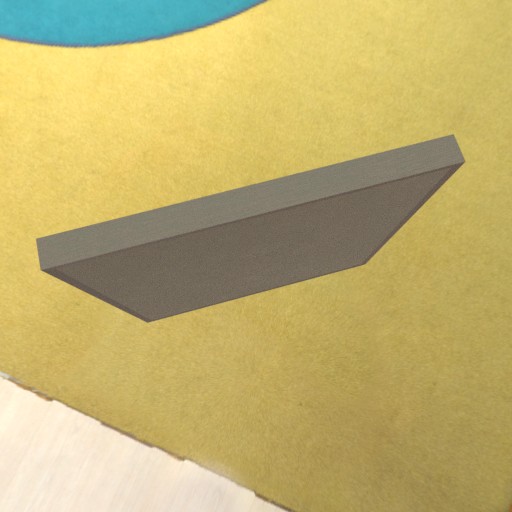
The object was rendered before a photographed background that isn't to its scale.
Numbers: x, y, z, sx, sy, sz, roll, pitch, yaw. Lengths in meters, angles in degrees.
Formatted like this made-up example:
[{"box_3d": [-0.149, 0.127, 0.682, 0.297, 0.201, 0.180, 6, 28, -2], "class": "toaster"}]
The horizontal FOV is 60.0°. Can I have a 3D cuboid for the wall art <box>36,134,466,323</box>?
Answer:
[{"box_3d": [0.000, 0.000, 0.761, 0.508, 0.506, 0.038, -15, 75, -4], "class": "wall art"}]
